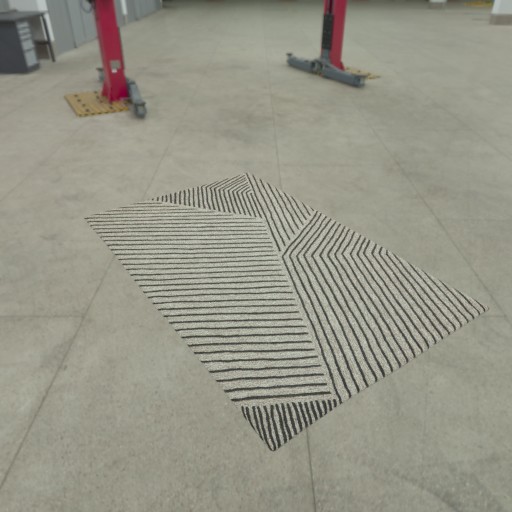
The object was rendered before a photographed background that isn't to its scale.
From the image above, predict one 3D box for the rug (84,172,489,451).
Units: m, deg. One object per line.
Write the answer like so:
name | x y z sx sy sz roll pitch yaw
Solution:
rug | 0.000 0.000 2.948 1.539 0.023 2.406 -21 39 -29
